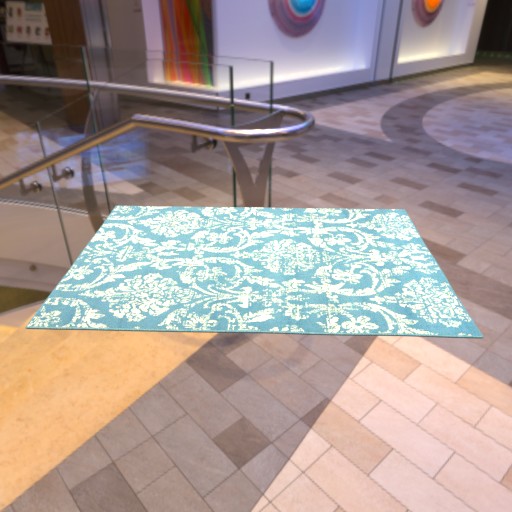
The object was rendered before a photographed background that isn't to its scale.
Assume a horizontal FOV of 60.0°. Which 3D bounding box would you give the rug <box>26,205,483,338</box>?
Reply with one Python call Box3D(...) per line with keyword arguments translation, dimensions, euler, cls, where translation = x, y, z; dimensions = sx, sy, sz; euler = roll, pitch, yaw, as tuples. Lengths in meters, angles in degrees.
Box3D(translation=(0.000, 0.000, 2.291), dimensions=(1.833, 0.012, 1.211), euler=(1, 30, 2), cls="rug")
